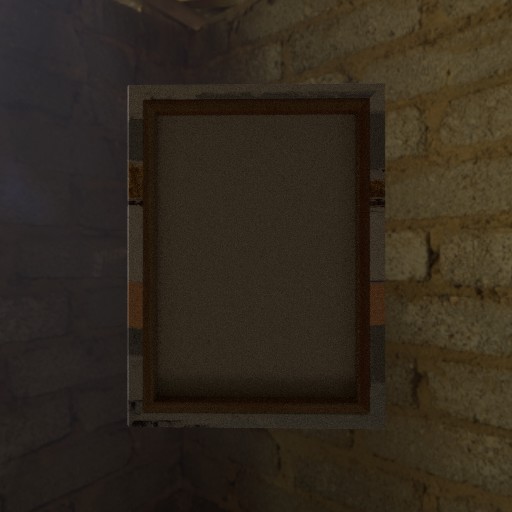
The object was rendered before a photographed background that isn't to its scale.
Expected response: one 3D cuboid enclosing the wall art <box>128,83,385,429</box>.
[{"bbox_3d":[0.000,0.000,0.802,0.456,0.609,0.038,0,0,1],"label":"wall art"}]
